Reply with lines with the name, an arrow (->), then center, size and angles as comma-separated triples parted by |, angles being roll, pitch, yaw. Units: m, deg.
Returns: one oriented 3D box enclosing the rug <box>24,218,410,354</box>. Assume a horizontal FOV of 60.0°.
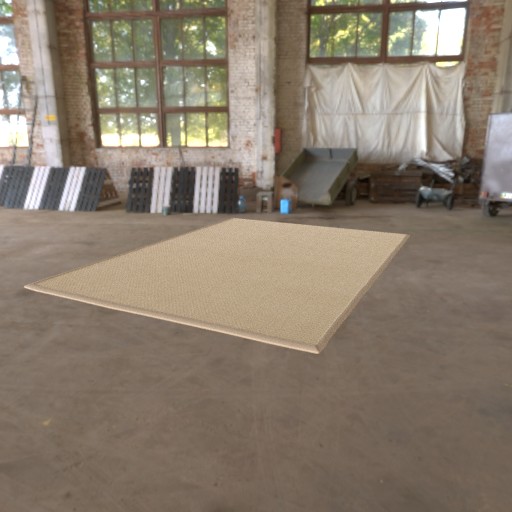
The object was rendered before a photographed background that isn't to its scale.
rug -> 0.000, 0.000, 2.727 | 1.525, 0.020, 2.081 | 8, 17, 26
